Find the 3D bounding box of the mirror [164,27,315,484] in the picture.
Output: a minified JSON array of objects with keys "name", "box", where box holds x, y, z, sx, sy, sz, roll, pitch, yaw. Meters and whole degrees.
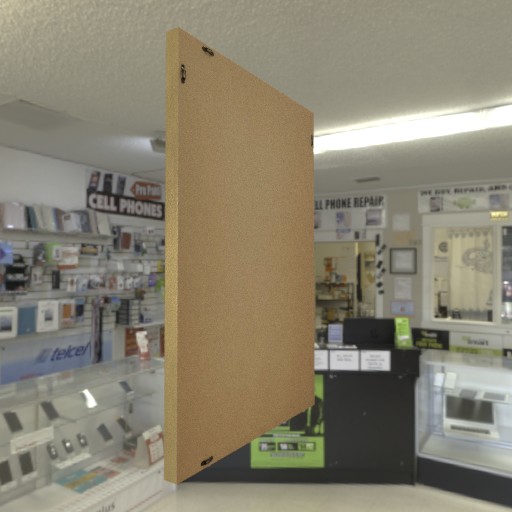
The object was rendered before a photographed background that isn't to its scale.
[{"name":"mirror","box":[0.000,0.000,1.146,0.040,0.915,0.609,-1,-2,34]}]
